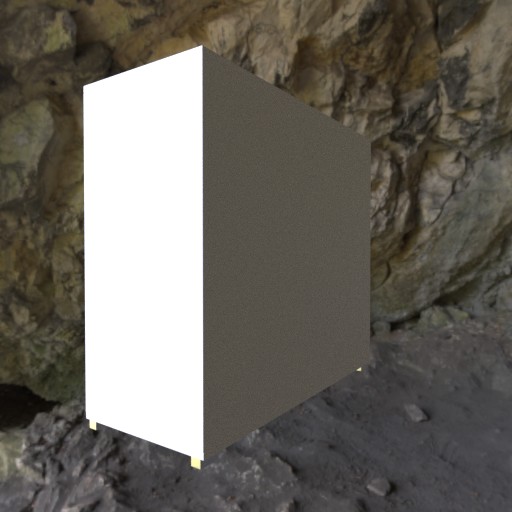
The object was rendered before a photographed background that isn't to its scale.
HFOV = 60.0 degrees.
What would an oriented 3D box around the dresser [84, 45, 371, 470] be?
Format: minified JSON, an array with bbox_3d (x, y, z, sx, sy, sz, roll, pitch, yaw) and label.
[{"bbox_3d":[0.000,0.000,1.619,0.460,1.000,1.100,1,1,35],"label":"dresser"}]
